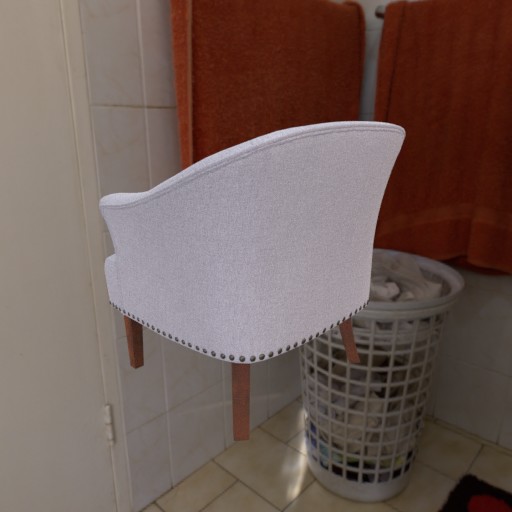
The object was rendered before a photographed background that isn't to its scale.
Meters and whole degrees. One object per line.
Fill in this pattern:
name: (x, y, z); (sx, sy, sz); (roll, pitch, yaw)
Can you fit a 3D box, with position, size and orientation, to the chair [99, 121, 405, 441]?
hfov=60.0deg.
chair: (0.000, 0.000, 1.405); (0.704, 0.815, 0.798); (16, 23, 42)
